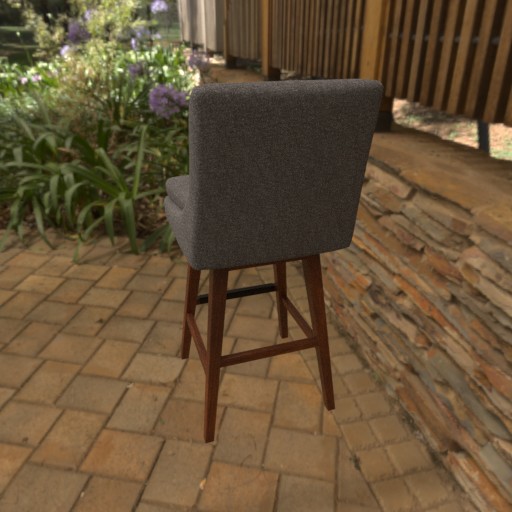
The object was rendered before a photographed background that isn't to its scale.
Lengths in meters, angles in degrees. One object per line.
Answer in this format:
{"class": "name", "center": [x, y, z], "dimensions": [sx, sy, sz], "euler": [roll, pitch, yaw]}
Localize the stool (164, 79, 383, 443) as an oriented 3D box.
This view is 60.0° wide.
{"class": "stool", "center": [0.000, 0.000, 1.394], "dimensions": [0.489, 1.068, 0.572], "euler": [-8, 27, -17]}
